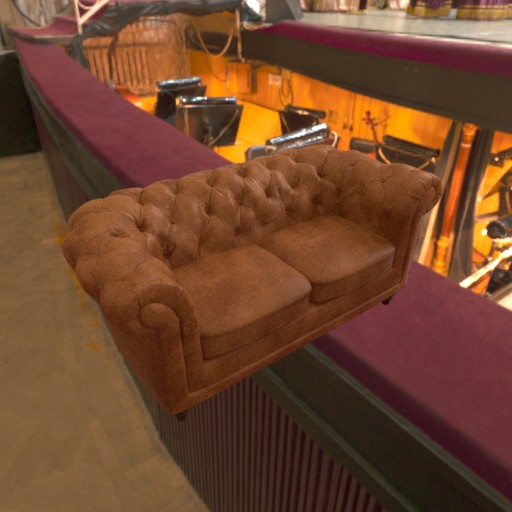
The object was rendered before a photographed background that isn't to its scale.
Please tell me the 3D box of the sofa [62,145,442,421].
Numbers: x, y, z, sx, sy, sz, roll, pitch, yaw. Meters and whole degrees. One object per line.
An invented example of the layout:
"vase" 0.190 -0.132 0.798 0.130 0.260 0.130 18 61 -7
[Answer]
"sofa" 0.000 0.000 2.549 1.979 0.877 1.042 -21 37 -31
